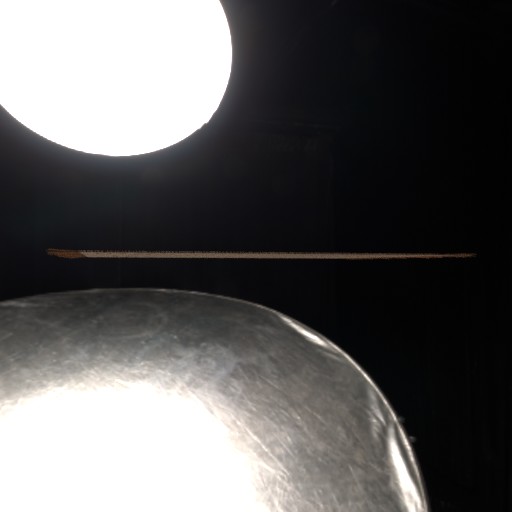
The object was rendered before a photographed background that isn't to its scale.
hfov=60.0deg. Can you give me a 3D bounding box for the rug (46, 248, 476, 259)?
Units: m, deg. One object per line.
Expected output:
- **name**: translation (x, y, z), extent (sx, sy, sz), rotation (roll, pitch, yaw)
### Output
- **rug**: translation (0.000, 0.000, 2.546), extent (2.085, 0.027, 1.224), rotation (0, -1, -19)
